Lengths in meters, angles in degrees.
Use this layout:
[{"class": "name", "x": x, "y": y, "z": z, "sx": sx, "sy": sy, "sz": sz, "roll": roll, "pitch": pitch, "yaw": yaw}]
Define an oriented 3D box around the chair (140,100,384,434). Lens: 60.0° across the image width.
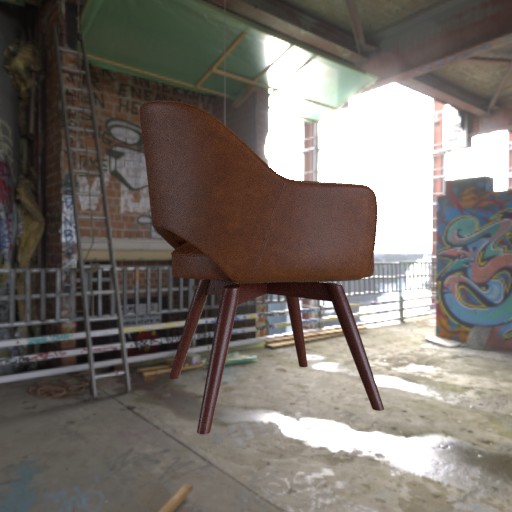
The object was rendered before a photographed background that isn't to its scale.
[{"class": "chair", "x": 0.000, "y": 0.000, "z": 1.260, "sx": 0.640, "sy": 0.777, "sz": 0.591, "roll": 0, "pitch": 0, "yaw": -19}]
